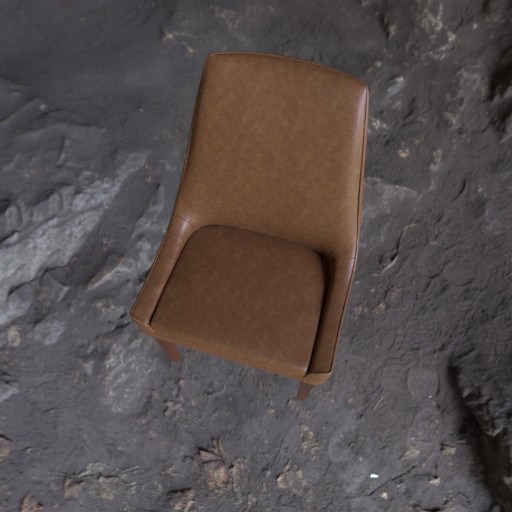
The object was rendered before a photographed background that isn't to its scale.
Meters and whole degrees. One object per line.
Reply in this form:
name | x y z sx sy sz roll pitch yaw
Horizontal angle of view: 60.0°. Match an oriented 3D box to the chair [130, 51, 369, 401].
chair | 0.000 0.000 1.198 0.529 0.861 0.544 15 61 8
